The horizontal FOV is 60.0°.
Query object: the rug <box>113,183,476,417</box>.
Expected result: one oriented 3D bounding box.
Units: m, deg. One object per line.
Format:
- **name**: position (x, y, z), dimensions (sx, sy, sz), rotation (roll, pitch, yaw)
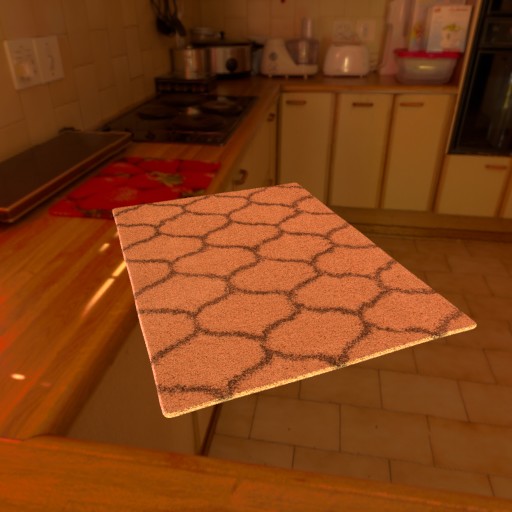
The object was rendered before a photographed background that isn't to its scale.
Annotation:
- **rug**: position (0.000, 0.000, 2.148), dimensions (1.200, 0.025, 1.600), rotation (-11, 32, -18)
